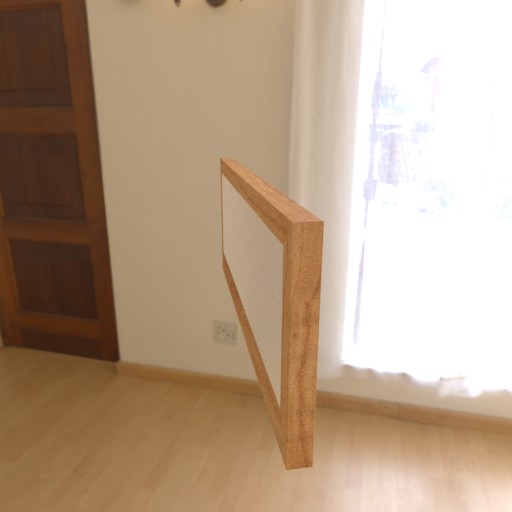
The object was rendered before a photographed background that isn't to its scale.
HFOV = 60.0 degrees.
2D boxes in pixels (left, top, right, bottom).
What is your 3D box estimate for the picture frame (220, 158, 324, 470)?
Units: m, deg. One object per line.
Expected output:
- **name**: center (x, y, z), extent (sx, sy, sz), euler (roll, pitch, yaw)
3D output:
- **picture frame**: center (0.000, 0.000, 0.652), extent (0.045, 0.234, 0.582), euler (-3, 17, -9)
